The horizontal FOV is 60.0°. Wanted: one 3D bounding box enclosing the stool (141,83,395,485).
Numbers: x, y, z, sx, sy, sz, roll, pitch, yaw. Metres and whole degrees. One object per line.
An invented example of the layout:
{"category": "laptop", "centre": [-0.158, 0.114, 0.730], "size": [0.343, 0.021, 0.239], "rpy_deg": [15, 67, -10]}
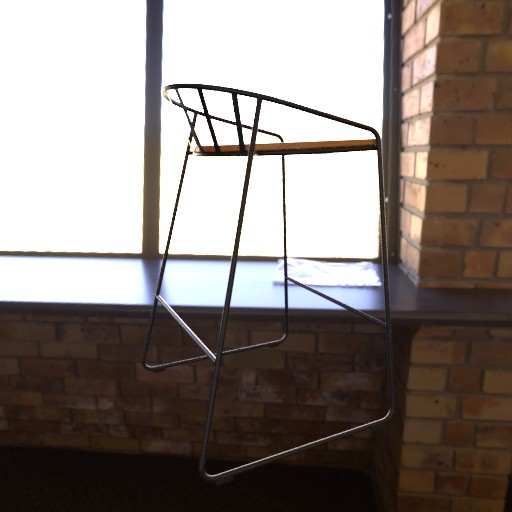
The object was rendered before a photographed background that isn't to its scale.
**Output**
{"category": "stool", "centre": [0.000, 0.000, 1.157], "size": [0.521, 0.812, 0.546], "rpy_deg": [-6, 15, -26]}
